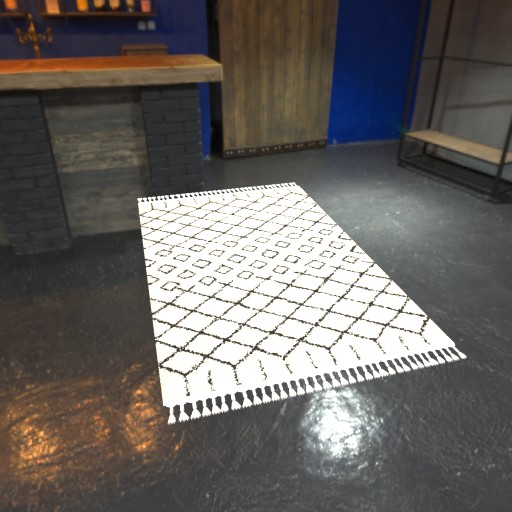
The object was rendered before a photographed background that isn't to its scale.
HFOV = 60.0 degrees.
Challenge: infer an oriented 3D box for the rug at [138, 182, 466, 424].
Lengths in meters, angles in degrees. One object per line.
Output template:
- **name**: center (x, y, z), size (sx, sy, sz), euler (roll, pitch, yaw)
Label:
- **rug**: center (0.000, 0.000, 2.466), size (1.196, 0.008, 2.006), euler (-8, 31, -13)
